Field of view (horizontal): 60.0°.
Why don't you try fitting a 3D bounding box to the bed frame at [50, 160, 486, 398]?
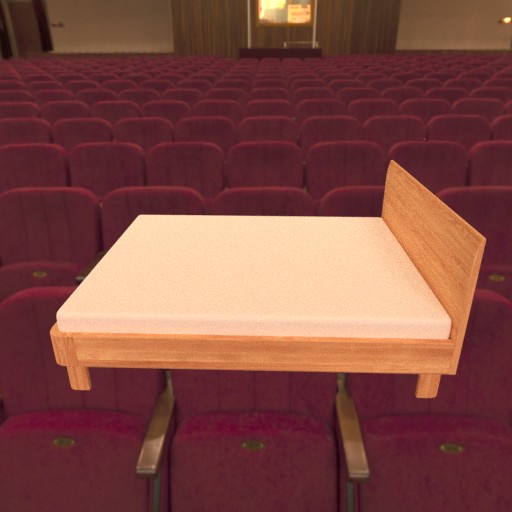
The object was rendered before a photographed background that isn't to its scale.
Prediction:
[{"bbox_3d":[0.000,0.000,2.936,2.092,0.940,1.660,1,24,2],"label":"bed frame"}]
